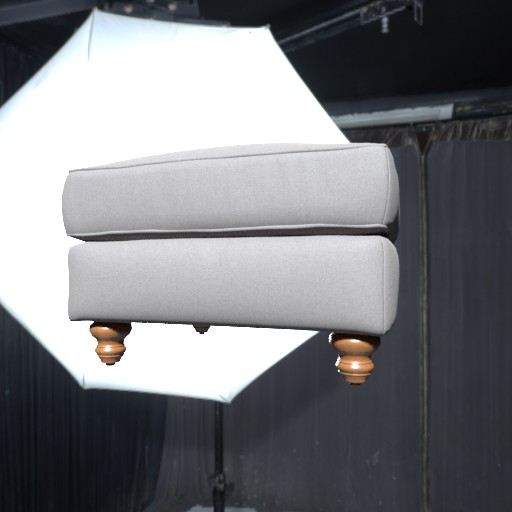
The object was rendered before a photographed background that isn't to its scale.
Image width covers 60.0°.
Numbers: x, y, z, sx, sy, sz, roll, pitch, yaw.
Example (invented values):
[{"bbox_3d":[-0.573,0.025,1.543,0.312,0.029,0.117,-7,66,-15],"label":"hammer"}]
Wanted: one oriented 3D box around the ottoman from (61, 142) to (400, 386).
[{"bbox_3d":[0.000,0.000,1.165,0.721,0.505,0.662,0,-2,18],"label":"ottoman"}]
